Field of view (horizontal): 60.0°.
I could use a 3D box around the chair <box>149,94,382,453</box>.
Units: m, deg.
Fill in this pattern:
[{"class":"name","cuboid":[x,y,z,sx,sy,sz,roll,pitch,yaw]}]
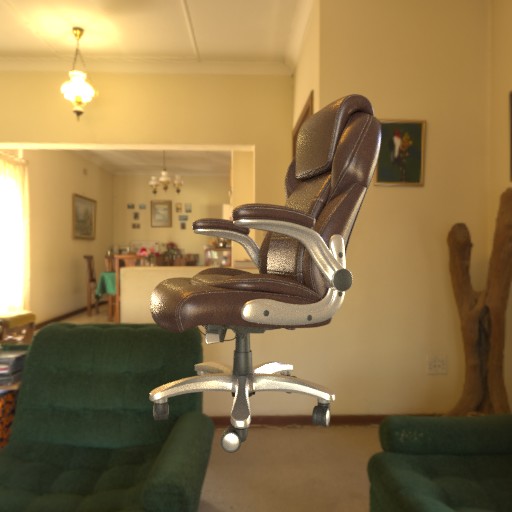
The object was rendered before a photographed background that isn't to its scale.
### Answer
[{"class":"chair","cuboid":[0.000,0.000,1.644,0.774,1.160,0.733,0,1,-18]}]
